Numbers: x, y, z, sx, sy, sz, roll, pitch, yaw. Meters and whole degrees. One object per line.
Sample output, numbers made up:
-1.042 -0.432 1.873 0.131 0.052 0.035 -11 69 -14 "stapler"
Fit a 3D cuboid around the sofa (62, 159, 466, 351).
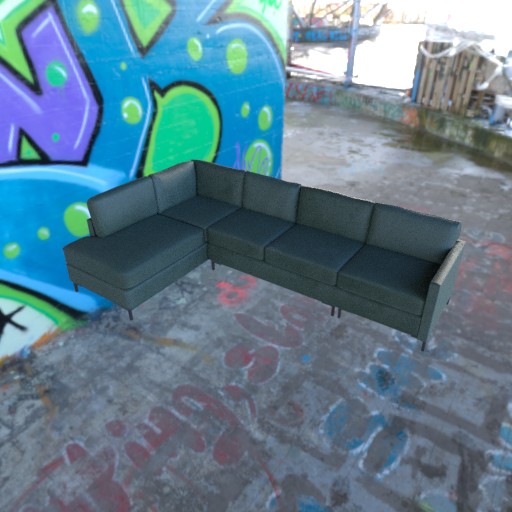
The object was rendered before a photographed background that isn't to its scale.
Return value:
0.000 0.000 4.373 3.384 0.996 2.048 19 35 29 "sofa"
